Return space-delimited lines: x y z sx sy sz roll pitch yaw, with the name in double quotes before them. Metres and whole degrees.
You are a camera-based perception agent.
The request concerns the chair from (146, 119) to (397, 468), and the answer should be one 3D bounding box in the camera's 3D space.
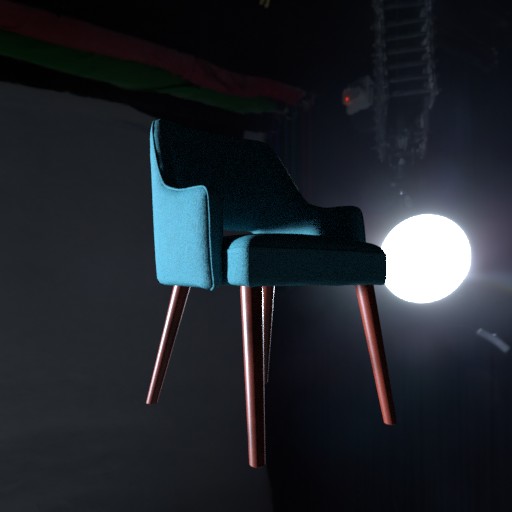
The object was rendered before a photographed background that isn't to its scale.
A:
"chair" 0.000 0.000 1.239 0.548 0.849 0.605 2 -3 -36
